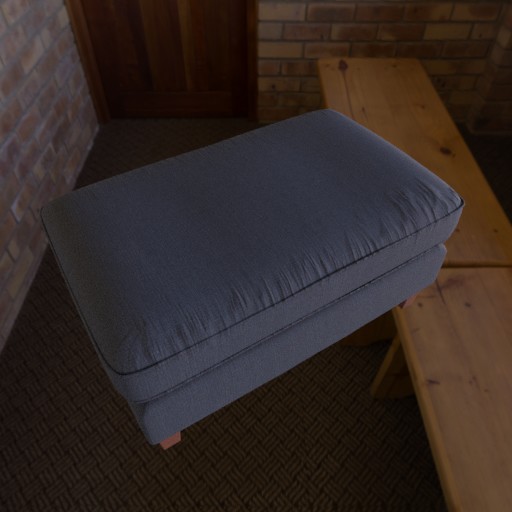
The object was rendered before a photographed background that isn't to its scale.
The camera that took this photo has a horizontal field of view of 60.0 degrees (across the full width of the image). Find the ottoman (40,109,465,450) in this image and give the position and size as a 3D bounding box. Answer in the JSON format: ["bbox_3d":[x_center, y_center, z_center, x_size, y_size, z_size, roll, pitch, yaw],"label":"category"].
[{"bbox_3d":[0.000,0.000,1.156,0.885,0.438,0.570,-24,51,-22],"label":"ottoman"}]
